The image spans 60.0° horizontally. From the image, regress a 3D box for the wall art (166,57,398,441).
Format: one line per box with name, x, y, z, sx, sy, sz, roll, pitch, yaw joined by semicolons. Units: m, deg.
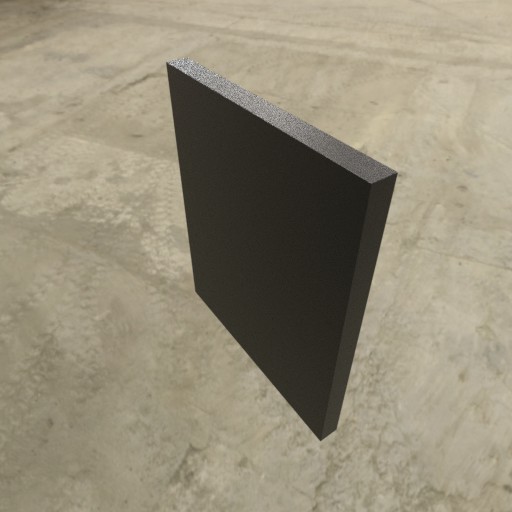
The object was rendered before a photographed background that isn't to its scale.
wall art;0.000;0.000;0.546;0.028;0.380;0.325;-25;47;-26
